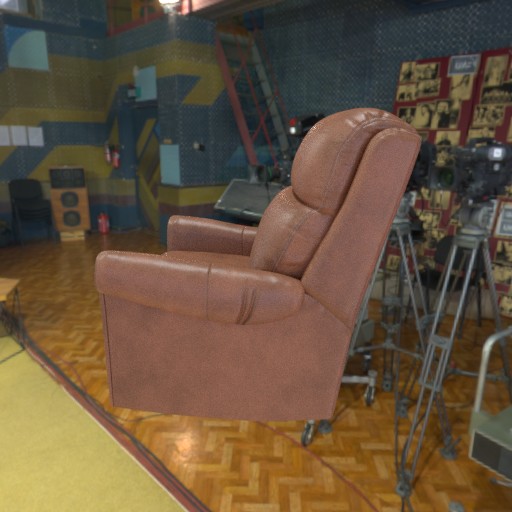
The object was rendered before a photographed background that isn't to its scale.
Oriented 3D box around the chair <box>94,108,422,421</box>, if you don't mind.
[{"bbox_3d":[0.000,0.000,1.719,1.014,1.054,0.838,2,15,7],"label":"chair"}]
